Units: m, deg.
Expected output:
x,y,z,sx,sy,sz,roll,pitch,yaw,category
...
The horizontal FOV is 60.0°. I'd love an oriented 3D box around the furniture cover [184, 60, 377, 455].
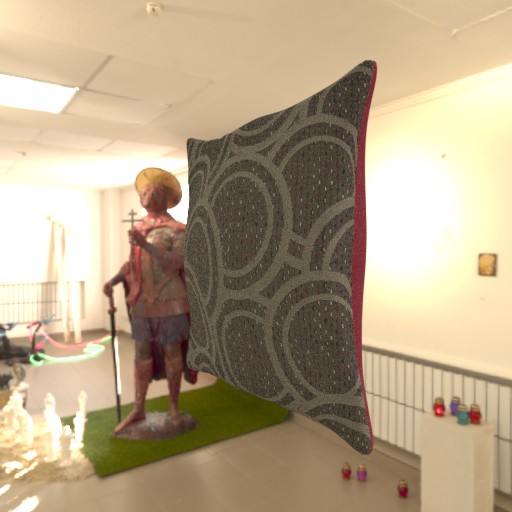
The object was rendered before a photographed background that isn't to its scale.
x,y,z,sx,sy,sz,roll,pitch,yaw,category
0.000,0.000,0.779,0.163,0.513,0.514,-1,2,-36,furniture cover
